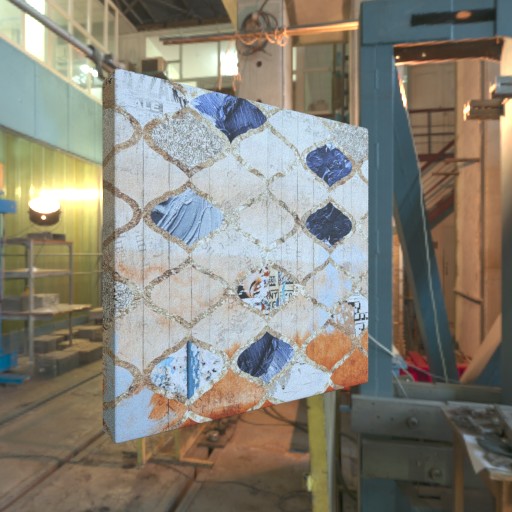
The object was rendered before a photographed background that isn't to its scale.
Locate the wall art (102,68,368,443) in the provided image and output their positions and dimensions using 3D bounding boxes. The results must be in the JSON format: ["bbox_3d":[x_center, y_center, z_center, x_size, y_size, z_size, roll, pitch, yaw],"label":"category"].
[{"bbox_3d":[0.000,0.000,0.458,0.303,0.304,0.036,0,0,-35],"label":"wall art"}]
